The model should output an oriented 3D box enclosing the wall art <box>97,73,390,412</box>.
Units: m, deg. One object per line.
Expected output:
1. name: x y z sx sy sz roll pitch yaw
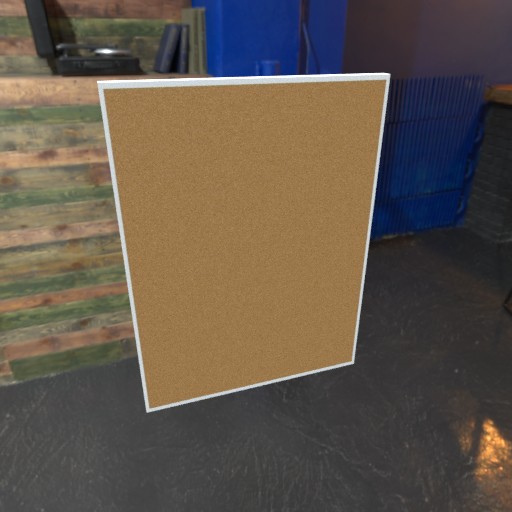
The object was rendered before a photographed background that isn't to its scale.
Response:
1. wall art: 0.000 0.000 1.400 0.795 1.050 0.039 -8 28 -16
